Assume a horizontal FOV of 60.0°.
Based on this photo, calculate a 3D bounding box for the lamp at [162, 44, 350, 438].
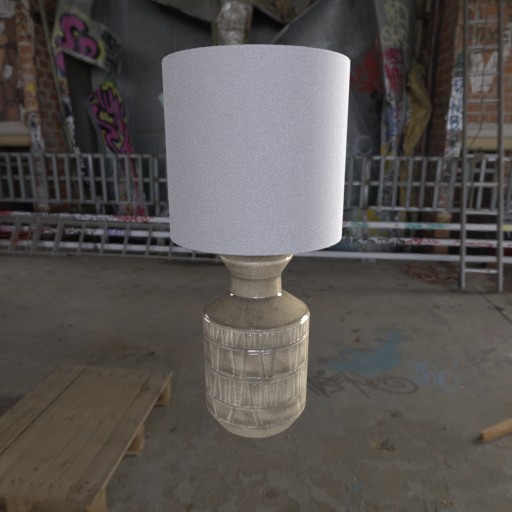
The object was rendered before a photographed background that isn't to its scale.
[{"bbox_3d":[0.000,0.000,0.564,0.211,0.455,0.211,7,16,26],"label":"lamp"}]
